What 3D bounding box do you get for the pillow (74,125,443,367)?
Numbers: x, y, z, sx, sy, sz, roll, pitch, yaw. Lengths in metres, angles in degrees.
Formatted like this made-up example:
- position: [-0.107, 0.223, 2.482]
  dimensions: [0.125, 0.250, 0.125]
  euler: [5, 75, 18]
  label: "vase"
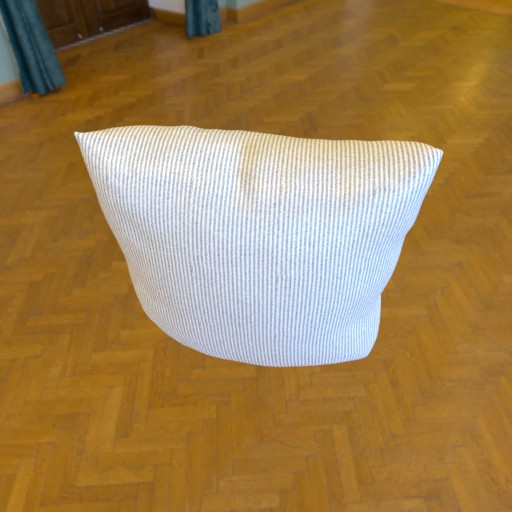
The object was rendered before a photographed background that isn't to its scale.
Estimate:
- position: [0.000, 0.000, 0.690]
  dimensions: [0.387, 0.432, 0.310]
  euler: [31, 54, 27]
  label: "pillow"
